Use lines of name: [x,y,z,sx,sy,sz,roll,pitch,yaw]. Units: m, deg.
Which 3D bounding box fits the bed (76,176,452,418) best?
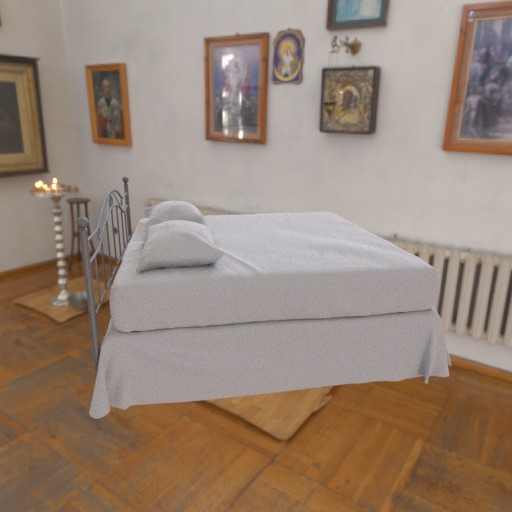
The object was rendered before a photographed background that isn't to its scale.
bed: [0.000,0.000,3.490,2.220,1.080,2.309,-3,16,-9]
